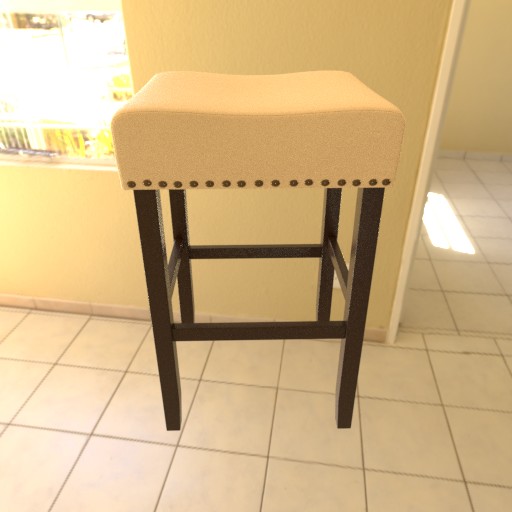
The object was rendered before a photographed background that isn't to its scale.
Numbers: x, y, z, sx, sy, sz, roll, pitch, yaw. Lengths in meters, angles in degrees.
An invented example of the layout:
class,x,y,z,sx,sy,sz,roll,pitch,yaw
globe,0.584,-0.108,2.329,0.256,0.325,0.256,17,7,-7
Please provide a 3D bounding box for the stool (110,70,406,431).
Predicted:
class,x,y,z,sx,sy,sz,roll,pitch,yaw
stool,0.000,0.000,1.040,0.471,0.762,0.401,-1,31,-1
